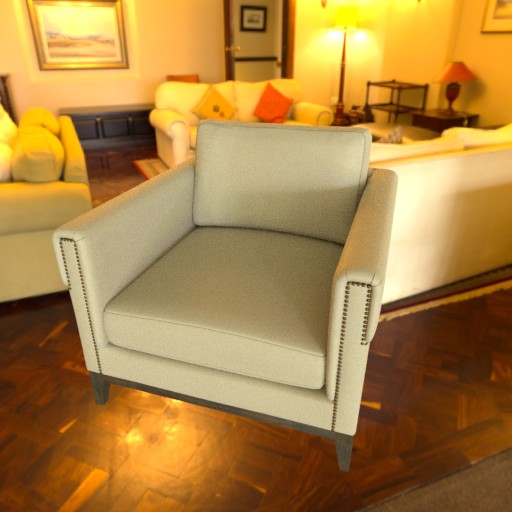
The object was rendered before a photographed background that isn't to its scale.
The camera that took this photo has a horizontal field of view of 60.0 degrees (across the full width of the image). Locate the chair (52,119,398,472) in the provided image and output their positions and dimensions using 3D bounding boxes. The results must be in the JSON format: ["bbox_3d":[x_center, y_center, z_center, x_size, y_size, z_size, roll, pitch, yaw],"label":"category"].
[{"bbox_3d":[0.000,0.000,1.618,0.914,0.838,0.959,8,27,16],"label":"chair"}]
